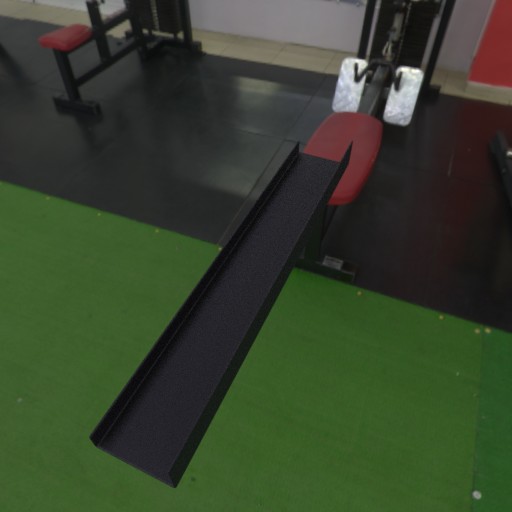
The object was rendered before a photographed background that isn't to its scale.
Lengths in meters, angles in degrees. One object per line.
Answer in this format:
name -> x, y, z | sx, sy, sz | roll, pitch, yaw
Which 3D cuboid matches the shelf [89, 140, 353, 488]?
shelf -> 0.000, 0.000, 0.627 | 0.102, 0.053, 0.605 | 18, 50, 16
